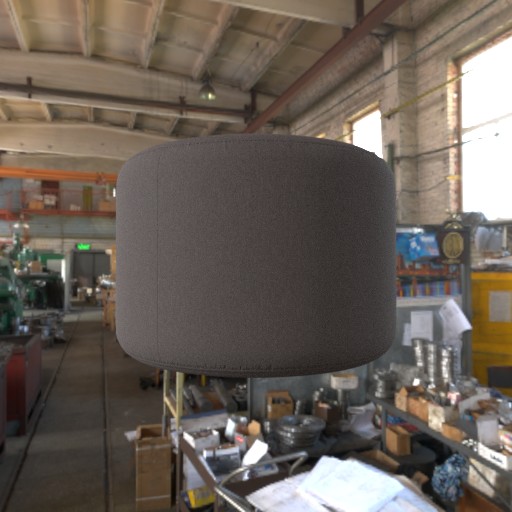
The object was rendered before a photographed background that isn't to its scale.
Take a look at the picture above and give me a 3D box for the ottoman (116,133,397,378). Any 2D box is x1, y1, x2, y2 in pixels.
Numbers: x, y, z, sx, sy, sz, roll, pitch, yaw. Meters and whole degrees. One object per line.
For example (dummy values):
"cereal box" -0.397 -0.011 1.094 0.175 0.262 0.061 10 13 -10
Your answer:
"ottoman" 0.000 0.000 1.008 0.608 0.433 0.608 0 -1 0
